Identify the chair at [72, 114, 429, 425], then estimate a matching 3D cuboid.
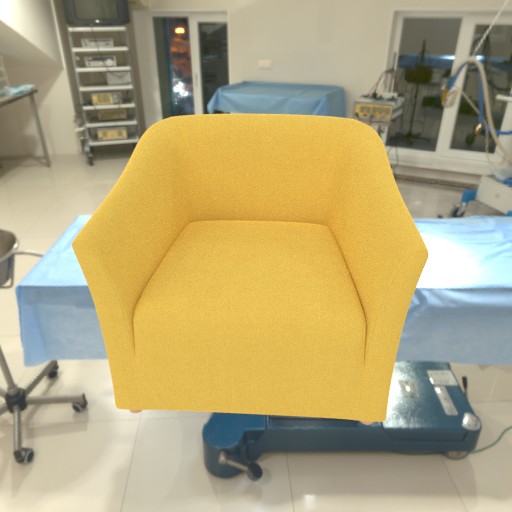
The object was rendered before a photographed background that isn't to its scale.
[{"bbox_3d":[0.000,0.000,1.361,0.790,0.720,0.700,2,29,3],"label":"chair"}]
